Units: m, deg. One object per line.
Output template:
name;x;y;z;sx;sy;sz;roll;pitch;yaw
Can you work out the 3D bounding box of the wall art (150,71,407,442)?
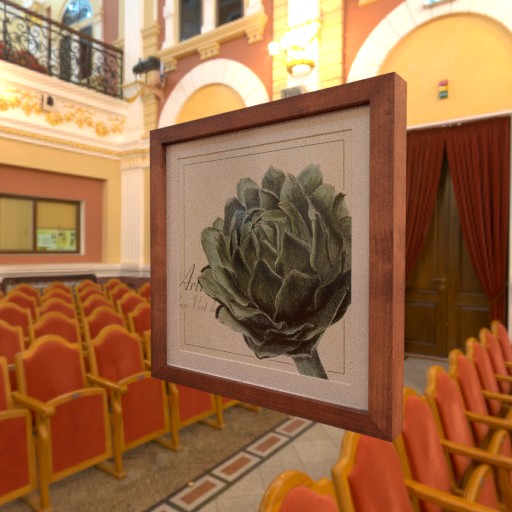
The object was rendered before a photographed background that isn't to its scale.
wall art;0.000;0.000;0.591;0.386;0.385;0.038;1;2;37
